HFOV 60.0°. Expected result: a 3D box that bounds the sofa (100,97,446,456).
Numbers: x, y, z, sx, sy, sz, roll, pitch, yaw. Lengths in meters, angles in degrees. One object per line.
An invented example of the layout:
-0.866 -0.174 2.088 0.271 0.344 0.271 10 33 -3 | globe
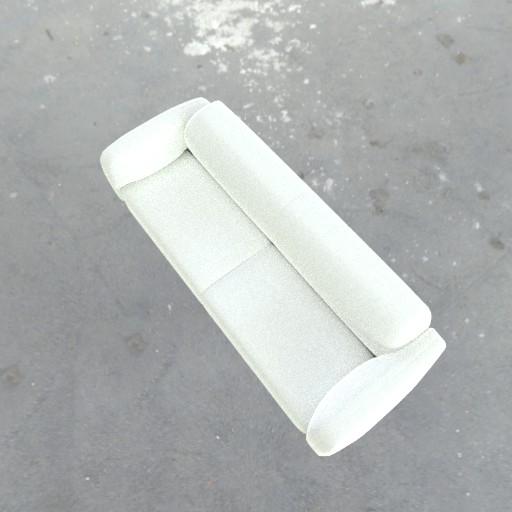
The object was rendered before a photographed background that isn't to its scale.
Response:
0.000 0.000 2.722 0.870 0.780 2.280 -35 69 -16 | sofa
